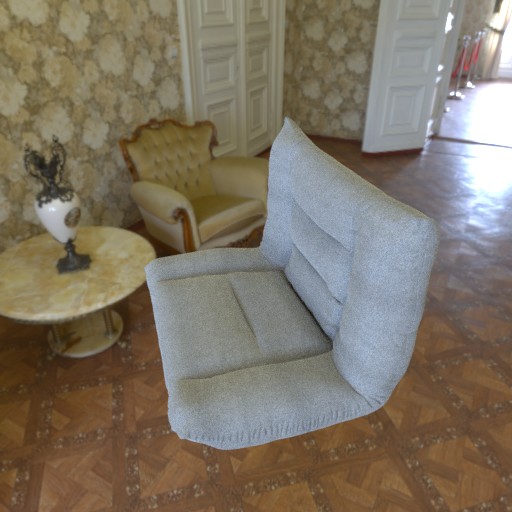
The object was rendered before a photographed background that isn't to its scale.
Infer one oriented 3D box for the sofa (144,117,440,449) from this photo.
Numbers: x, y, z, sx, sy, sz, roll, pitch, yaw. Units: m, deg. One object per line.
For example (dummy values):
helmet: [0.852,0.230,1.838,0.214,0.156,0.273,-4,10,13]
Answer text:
sofa: [0.000,0.000,1.733,0.847,0.795,1.144,-9,30,-15]
